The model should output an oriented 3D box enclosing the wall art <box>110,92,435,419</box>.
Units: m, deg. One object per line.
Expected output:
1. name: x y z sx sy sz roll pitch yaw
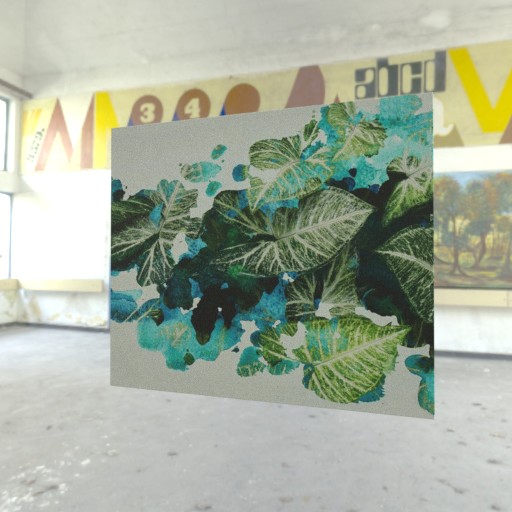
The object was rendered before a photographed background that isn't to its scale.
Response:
1. wall art: 0.000 0.000 0.956 0.711 0.610 0.043 0 -1 18
